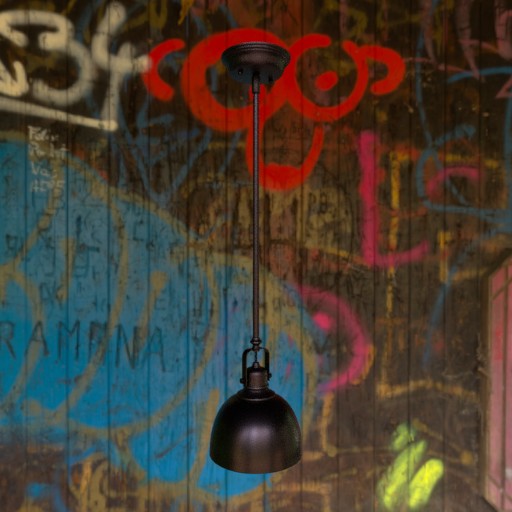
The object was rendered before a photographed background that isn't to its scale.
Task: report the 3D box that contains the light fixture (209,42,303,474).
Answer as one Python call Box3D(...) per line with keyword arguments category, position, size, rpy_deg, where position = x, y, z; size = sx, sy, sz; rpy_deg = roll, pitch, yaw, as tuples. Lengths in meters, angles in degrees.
Box3D(category="light fixture", position=(0.000, 0.000, 0.864), size=(0.182, 0.768, 0.182), rpy_deg=(0, 0, -35))
